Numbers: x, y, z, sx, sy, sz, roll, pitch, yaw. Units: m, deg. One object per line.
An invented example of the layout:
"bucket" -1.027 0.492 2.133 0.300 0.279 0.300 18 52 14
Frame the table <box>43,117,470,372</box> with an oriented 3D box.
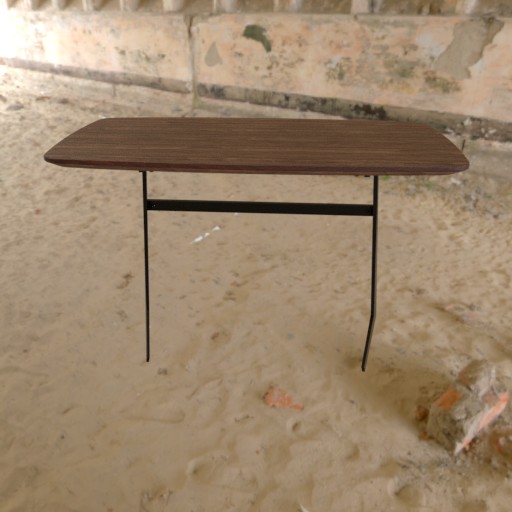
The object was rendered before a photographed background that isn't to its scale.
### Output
"table" 0.000 0.000 1.079 0.804 0.576 0.361 2 30 3
